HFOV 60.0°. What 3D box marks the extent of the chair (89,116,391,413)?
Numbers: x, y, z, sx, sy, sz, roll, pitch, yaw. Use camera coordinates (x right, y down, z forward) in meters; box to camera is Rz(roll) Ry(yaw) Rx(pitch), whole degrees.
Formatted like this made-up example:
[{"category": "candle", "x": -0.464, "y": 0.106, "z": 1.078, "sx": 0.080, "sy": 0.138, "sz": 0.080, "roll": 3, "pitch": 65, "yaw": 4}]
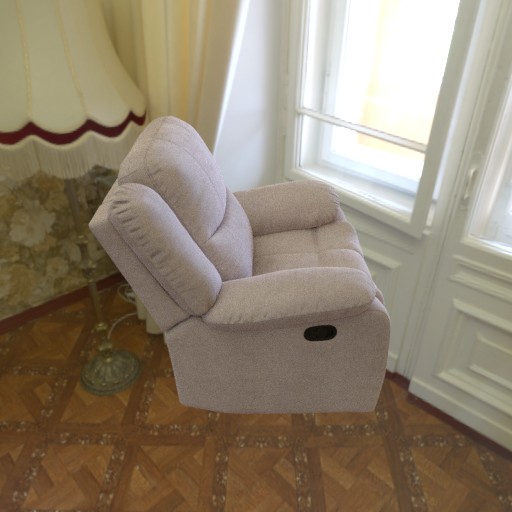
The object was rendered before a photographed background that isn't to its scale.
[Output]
[{"category": "chair", "x": 0.000, "y": 0.000, "z": 1.754, "sx": 0.944, "sy": 1.008, "sz": 0.899, "roll": 0, "pitch": 33, "yaw": -1}]
